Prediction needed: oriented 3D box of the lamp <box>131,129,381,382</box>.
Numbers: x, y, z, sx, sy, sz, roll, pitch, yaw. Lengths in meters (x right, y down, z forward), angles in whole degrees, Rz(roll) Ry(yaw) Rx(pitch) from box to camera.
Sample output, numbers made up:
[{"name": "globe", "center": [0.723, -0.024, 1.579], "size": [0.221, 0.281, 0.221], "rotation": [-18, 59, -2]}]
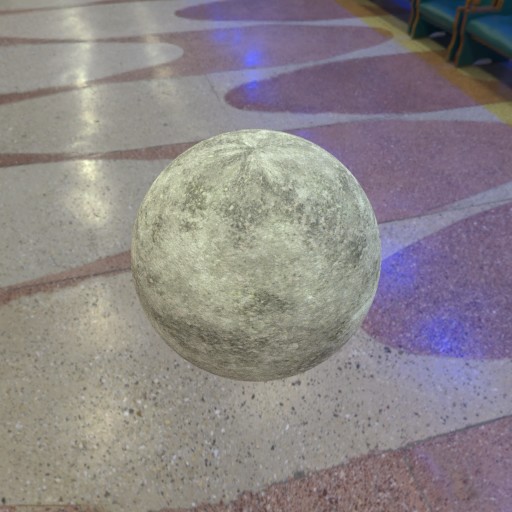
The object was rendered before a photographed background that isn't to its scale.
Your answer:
[{"name": "lamp", "center": [0.000, 0.000, 0.775], "size": [0.422, 0.429, 0.422], "rotation": [0, 46, 0]}]
